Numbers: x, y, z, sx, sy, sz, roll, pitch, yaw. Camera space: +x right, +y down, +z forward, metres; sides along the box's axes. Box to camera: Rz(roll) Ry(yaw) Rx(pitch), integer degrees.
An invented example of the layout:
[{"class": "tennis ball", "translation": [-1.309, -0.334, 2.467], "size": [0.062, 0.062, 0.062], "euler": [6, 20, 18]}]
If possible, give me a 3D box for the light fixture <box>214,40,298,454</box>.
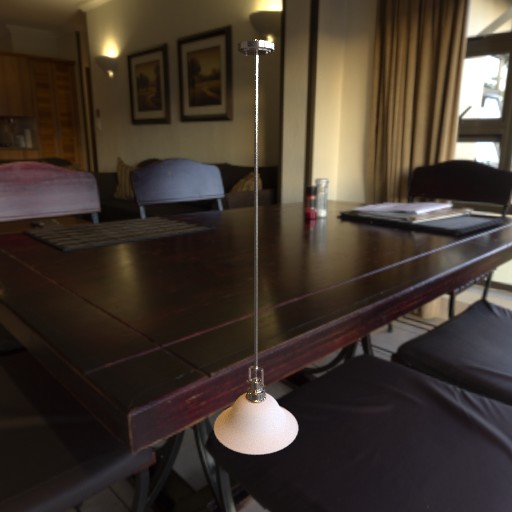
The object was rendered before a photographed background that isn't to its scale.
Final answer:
[{"class": "light fixture", "translation": [0.000, 0.000, 1.540], "size": [0.324, 1.354, 0.324], "euler": [7, 16, 26]}]
